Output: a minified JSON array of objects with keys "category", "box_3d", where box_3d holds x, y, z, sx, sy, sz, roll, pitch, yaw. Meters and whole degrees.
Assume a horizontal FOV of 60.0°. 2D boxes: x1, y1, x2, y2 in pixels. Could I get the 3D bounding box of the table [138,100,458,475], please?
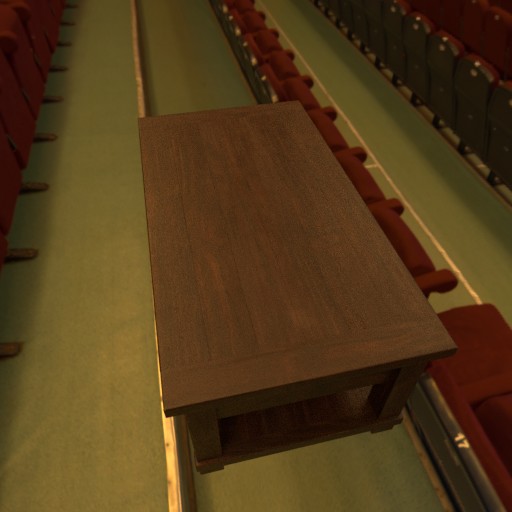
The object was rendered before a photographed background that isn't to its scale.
[{"category":"table","box_3d":[0.000,0.000,1.580,0.700,0.494,1.270,-9,46,-9]}]
